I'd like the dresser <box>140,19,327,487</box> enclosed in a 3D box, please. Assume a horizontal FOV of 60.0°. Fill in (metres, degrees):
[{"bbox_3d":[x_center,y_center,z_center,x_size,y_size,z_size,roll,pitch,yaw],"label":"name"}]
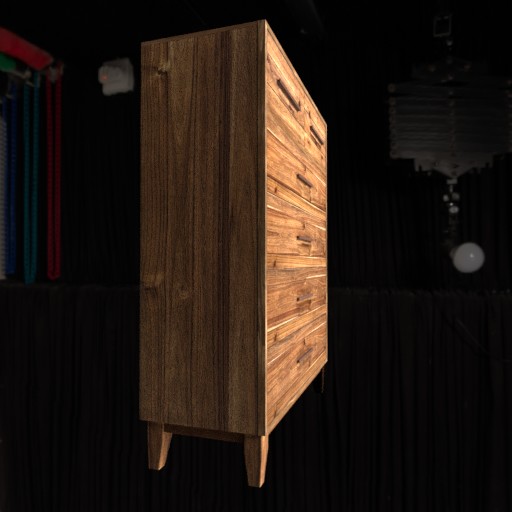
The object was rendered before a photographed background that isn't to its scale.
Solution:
[{"bbox_3d":[0.000,0.000,1.880,0.442,1.393,1.062,0,-1,19],"label":"dresser"}]
